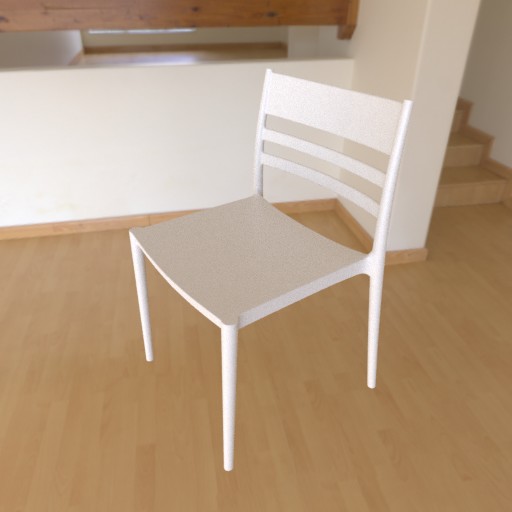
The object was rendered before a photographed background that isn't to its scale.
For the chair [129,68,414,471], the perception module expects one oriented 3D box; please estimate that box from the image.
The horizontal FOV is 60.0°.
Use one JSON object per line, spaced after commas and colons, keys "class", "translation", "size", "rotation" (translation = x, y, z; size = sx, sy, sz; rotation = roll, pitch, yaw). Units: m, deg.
{"class": "chair", "translation": [0.000, 0.000, 1.135], "size": [0.511, 0.800, 0.531], "rotation": [-21, 38, -30]}
